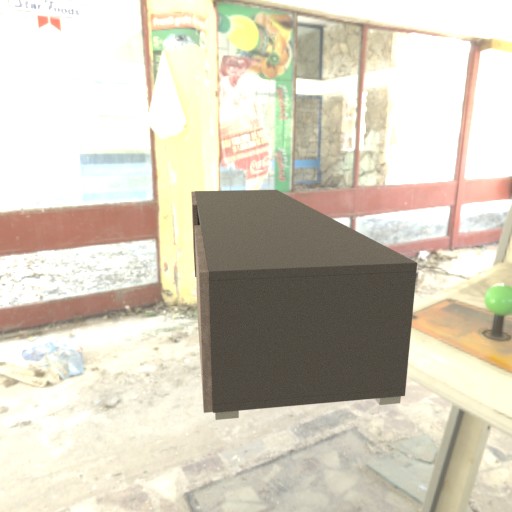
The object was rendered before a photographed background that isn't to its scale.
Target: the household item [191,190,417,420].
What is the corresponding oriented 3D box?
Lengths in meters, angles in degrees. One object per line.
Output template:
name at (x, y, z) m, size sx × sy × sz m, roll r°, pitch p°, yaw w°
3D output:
household item at (0.000, 0.000, 1.536) m, size 0.420 × 0.310 × 1.400 m, roll -2°, pitch 14°, yaw -8°
